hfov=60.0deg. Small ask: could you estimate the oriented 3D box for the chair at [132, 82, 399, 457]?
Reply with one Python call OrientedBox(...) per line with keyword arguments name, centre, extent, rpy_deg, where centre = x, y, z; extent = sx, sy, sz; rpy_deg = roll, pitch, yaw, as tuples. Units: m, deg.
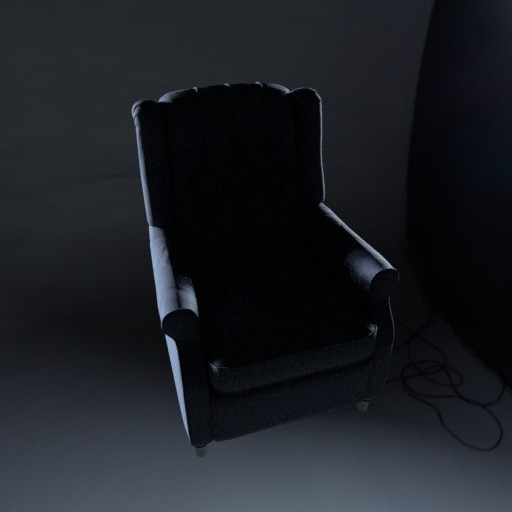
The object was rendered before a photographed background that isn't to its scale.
OrientedBox(name="chair", centre=(0.000, 0.000, 1.580), extent=(0.742, 1.035, 0.898), rpy_deg=(-10, 34, -15))
